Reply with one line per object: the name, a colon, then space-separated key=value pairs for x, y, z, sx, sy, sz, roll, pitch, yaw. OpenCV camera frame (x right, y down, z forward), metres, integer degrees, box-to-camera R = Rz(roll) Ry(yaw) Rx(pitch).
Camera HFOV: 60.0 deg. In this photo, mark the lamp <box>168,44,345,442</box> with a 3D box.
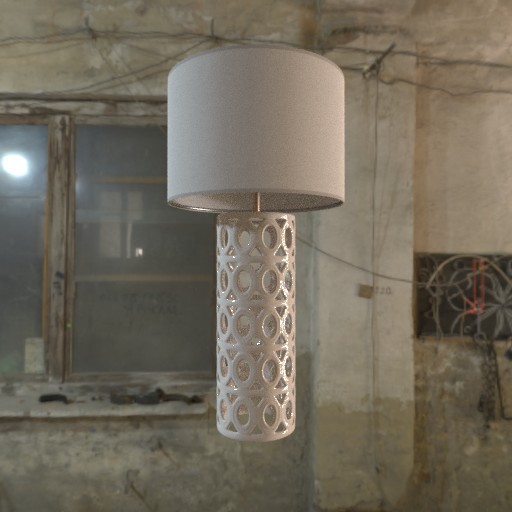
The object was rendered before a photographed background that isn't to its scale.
lamp: x=0.000 y=0.000 z=0.828 sx=0.325 sy=0.636 sz=0.324 roll=0 pitch=-1 yaw=-37
